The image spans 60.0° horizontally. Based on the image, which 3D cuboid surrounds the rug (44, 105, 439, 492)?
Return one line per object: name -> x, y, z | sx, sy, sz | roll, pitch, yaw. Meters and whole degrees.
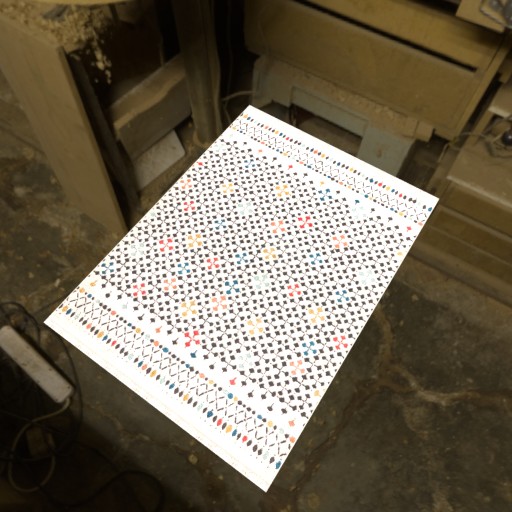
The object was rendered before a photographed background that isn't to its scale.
rug -> 0.000, 0.000, 4.218 | 2.354, 0.007, 3.196 | 31, 66, 15
